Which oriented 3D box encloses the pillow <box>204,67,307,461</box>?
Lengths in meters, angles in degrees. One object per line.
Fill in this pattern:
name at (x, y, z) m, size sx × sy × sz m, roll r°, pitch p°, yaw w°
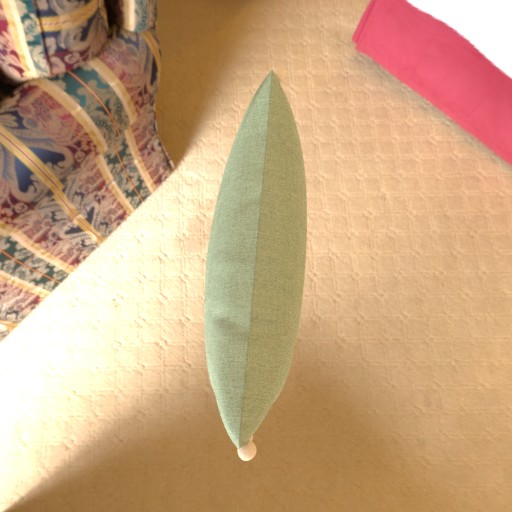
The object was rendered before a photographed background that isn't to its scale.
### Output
pillow at (0.000, 0.000, 0.880) m, size 0.201 × 0.322 × 0.709 m, roll 5°, pitch 75°, yaw 1°
